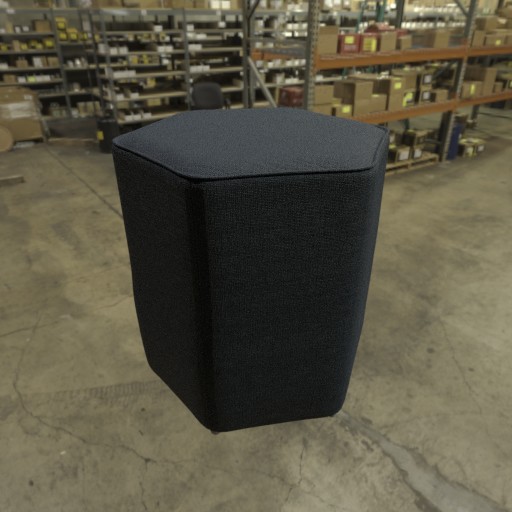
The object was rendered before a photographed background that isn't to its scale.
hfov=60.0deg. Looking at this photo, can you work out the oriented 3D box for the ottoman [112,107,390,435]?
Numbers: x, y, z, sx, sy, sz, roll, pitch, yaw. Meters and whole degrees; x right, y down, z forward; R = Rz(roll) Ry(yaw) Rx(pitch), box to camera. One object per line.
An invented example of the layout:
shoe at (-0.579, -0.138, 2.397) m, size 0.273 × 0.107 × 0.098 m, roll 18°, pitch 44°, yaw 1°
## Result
ottoman at (0.000, 0.000, 0.885) m, size 0.454 × 0.505 × 0.492 m, roll -20°, pitch 34°, yaw -31°
